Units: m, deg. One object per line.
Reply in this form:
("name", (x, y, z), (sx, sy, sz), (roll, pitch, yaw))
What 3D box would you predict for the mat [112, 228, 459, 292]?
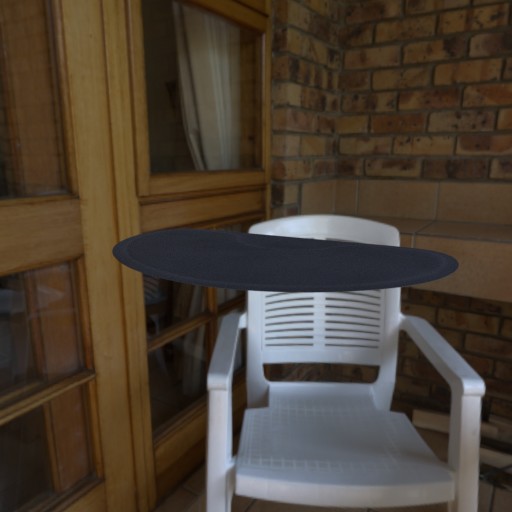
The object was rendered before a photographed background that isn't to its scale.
("mat", (0.000, 0.000, 1.839), (1.524, 0.013, 0.913), (6, 15, 25))
